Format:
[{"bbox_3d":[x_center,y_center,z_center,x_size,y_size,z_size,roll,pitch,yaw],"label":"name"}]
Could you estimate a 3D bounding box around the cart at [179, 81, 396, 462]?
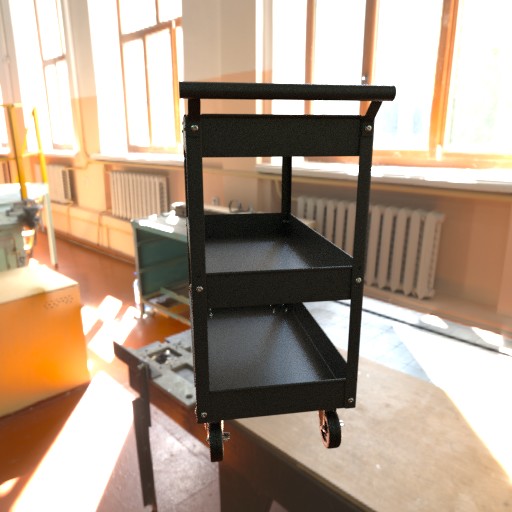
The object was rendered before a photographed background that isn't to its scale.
[{"bbox_3d":[0.000,0.000,1.167,0.366,0.780,0.719,-3,15,-9],"label":"cart"}]
